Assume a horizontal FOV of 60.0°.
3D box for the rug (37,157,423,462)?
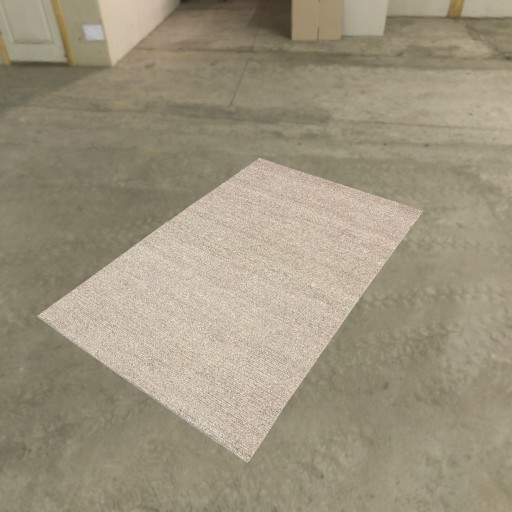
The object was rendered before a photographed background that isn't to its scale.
[{"bbox_3d":[0.000,0.000,2.288,1.154,0.021,1.792,24,46,25],"label":"rug"}]
